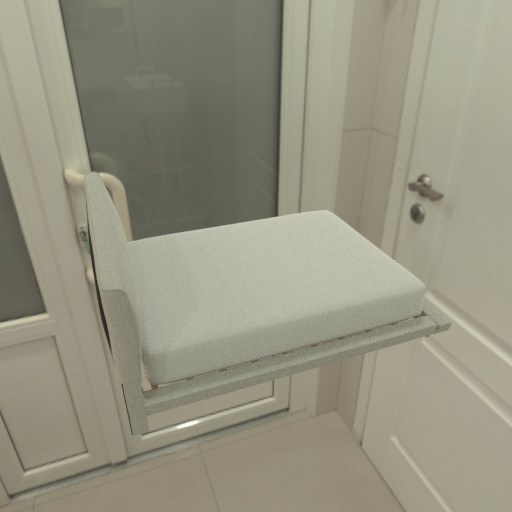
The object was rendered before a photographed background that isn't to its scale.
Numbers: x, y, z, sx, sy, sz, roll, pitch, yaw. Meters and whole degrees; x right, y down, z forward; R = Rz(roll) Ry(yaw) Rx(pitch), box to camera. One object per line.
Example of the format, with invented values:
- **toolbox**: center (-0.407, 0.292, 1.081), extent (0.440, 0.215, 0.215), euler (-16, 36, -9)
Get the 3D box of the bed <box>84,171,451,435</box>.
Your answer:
- **bed**: center (0.000, 0.000, 3.457), extent (2.368, 1.067, 1.840), euler (-11, 32, -18)
